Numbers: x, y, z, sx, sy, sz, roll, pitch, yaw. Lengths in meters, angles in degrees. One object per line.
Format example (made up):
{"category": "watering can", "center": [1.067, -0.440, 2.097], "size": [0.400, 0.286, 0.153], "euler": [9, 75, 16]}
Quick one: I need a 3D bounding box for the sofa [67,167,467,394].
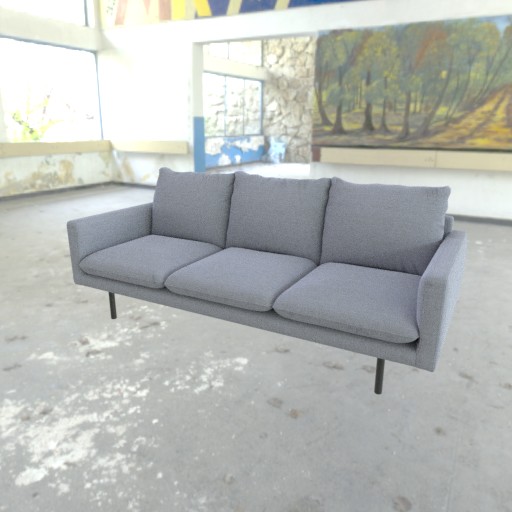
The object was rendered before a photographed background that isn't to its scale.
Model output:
{"category": "sofa", "center": [0.000, 0.000, 2.400], "size": [2.000, 0.830, 0.850], "euler": [9, 19, 28]}
